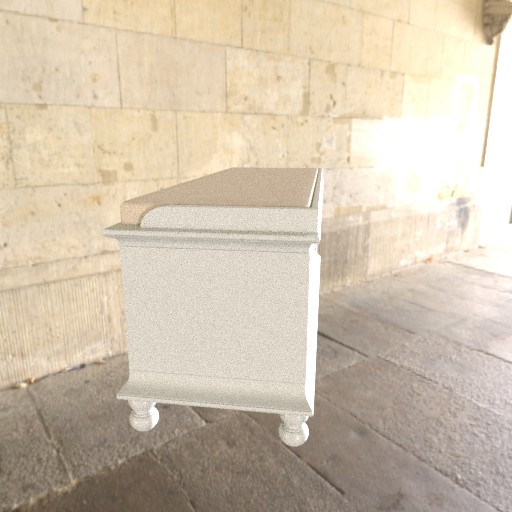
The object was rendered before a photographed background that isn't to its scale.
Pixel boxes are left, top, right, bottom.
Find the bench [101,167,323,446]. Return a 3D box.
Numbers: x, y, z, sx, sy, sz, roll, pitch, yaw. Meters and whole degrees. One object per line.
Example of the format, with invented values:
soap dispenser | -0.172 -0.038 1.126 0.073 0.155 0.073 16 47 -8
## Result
bench | 0.000 0.000 1.409 0.402 0.486 1.185 2 15 8
